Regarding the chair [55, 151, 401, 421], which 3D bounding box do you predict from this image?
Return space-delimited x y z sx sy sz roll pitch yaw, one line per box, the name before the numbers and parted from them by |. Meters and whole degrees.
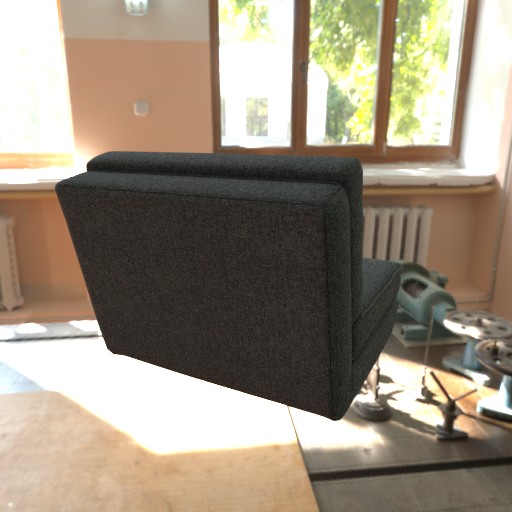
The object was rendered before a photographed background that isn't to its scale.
chair | 0.000 0.000 1.327 0.740 0.615 0.800 8 17 27
